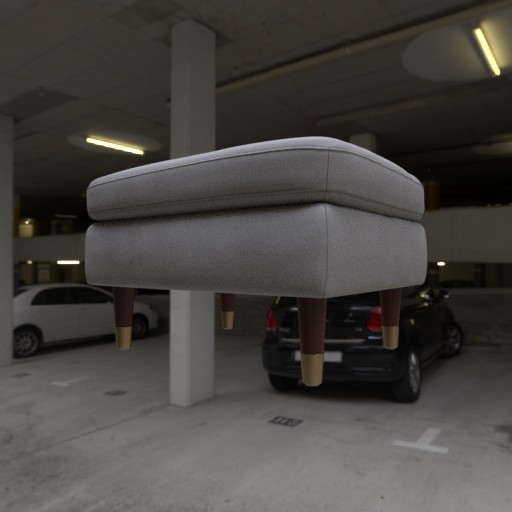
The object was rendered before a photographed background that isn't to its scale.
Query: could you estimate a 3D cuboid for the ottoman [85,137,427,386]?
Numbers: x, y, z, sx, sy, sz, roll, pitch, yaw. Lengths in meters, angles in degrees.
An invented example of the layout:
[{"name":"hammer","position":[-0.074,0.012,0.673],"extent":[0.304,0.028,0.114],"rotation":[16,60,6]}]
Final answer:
[{"name":"ottoman","position":[0.000,0.000,1.154],"extent":[0.747,0.478,0.593],"rotation":[0,-1,36]}]
